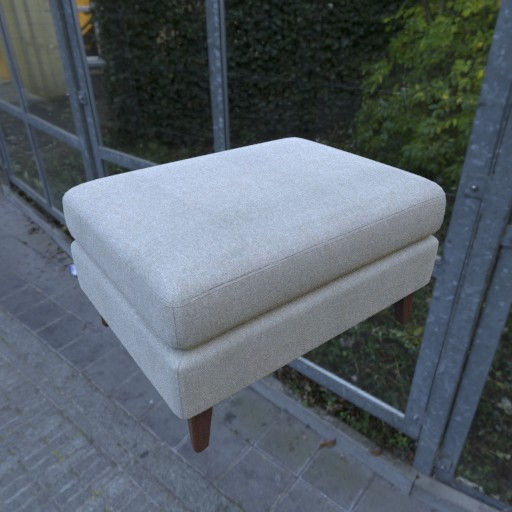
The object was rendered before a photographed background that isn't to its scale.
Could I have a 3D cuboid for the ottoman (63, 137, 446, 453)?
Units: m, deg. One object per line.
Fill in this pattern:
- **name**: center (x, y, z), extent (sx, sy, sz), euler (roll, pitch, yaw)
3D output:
- **ottoman**: center (0.000, 0.000, 1.227), extent (0.823, 0.478, 0.610), euler (-21, 36, -32)
